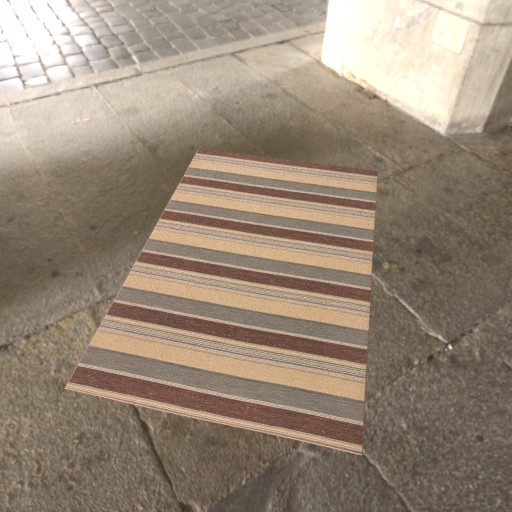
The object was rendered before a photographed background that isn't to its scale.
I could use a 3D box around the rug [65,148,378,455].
[{"bbox_3d":[0.000,0.000,2.357,1.219,0.008,1.829,9,47,9],"label":"rug"}]
